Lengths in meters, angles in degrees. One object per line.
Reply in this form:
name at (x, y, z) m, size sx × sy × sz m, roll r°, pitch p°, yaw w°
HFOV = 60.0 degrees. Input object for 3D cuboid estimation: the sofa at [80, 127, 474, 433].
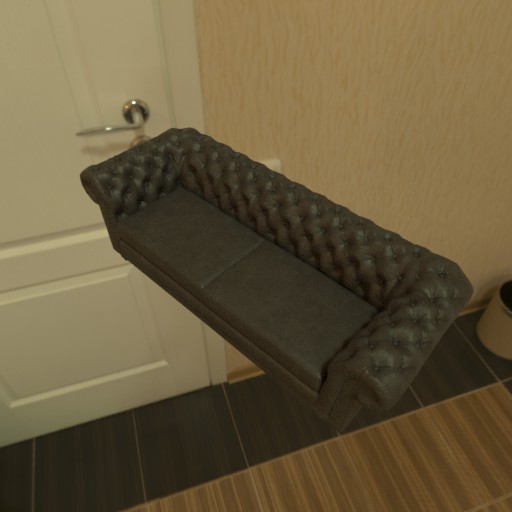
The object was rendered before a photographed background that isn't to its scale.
sofa at (0.000, 0.000, 2.832) m, size 2.385 × 0.783 × 0.944 m, roll 33°, pitch 54°, yaw 28°
